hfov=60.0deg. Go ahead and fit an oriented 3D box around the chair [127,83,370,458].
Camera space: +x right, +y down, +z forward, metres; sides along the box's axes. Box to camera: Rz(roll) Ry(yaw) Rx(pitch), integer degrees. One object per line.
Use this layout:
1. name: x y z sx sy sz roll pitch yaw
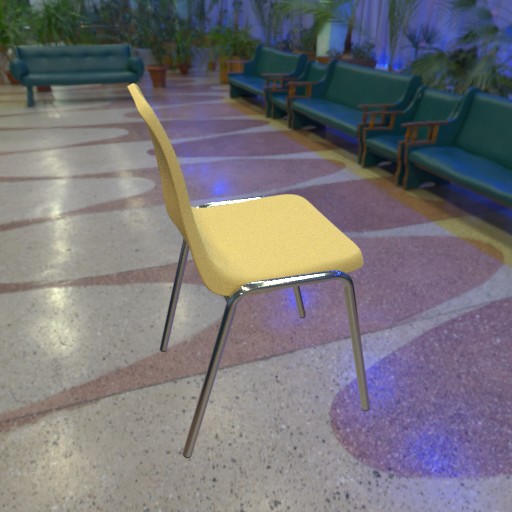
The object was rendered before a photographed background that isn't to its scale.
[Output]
1. chair: 0.000 0.000 0.945 0.436 0.704 0.381 -10 32 -16
